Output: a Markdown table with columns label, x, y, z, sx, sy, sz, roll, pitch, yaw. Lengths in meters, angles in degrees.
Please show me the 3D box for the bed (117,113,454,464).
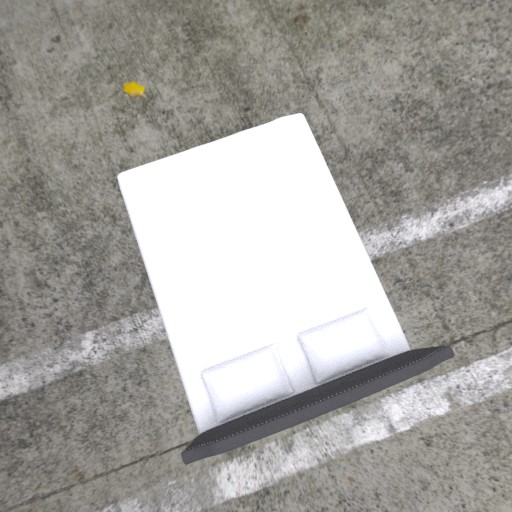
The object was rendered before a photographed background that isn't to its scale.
| label | x | y | z | sx | sy | sz | roll | pitch | yaw |
| --- | --- | --- | --- | --- | --- | --- | --- | --- | --- |
| bed | 0.000 | 0.000 | 2.953 | 1.558 | 1.270 | 1.999 | -20 | 76 | -5 |
